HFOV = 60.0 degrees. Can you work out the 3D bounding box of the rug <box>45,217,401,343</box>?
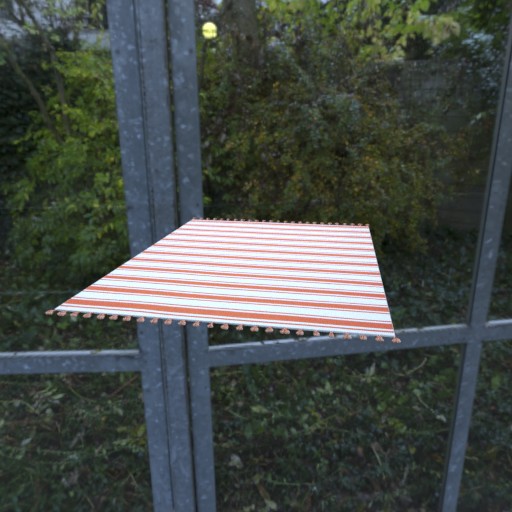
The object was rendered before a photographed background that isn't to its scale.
[{"bbox_3d":[0.000,0.000,4.541,2.451,0.035,3.369,3,17,10],"label":"rug"}]
